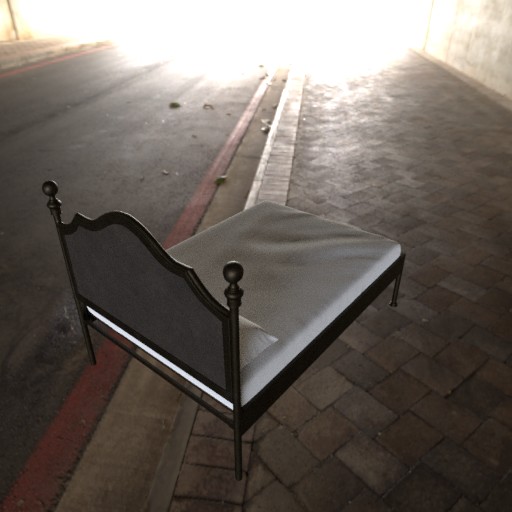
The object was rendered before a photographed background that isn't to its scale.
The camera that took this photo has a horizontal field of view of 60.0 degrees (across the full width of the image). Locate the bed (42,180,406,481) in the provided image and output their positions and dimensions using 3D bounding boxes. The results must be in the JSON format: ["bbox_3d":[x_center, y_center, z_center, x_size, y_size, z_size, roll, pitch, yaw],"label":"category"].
[{"bbox_3d":[0.000,0.000,3.270,1.533,1.462,2.170,23,38,33],"label":"bed"}]
